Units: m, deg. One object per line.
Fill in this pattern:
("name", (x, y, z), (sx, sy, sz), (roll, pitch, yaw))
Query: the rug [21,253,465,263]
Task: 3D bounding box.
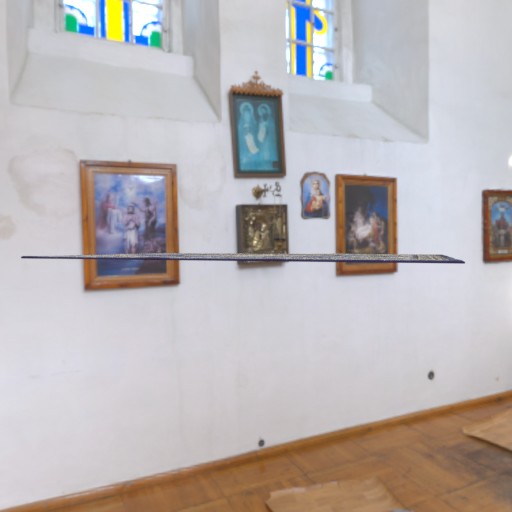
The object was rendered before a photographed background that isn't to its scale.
("rug", (0.000, 0.000, 2.201), (1.781, 0.012, 1.184), (0, 1, 20))
